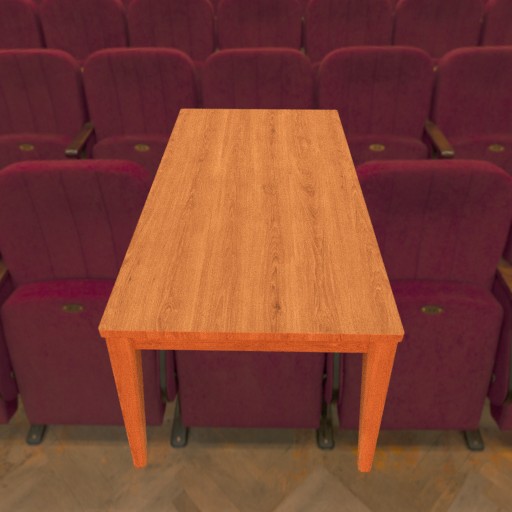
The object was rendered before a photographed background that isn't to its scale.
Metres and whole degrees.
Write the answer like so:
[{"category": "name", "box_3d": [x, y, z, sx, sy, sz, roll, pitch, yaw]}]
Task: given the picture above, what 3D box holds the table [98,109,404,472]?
[{"category": "table", "box_3d": [0.000, 0.000, 2.039, 0.900, 0.760, 1.600, 1, 40, 1]}]
